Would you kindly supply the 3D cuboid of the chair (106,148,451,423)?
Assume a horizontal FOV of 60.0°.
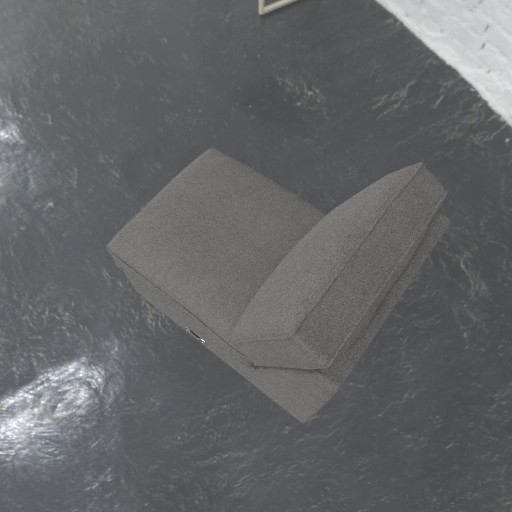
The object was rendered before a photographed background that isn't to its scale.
[{"bbox_3d":[0.000,0.000,1.559,0.938,0.970,0.621,35,68,16],"label":"chair"}]
